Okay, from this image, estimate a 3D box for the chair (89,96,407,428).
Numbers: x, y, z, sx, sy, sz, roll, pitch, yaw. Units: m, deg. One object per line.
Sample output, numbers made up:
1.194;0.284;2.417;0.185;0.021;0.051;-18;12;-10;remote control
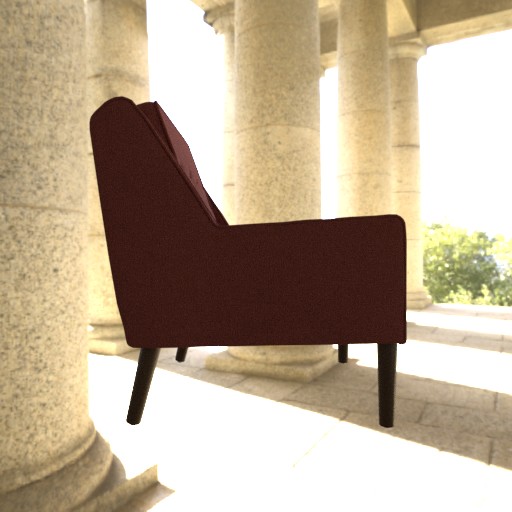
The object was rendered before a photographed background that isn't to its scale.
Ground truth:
0.000;0.000;1.355;0.770;0.812;0.680;0;1;1;chair
